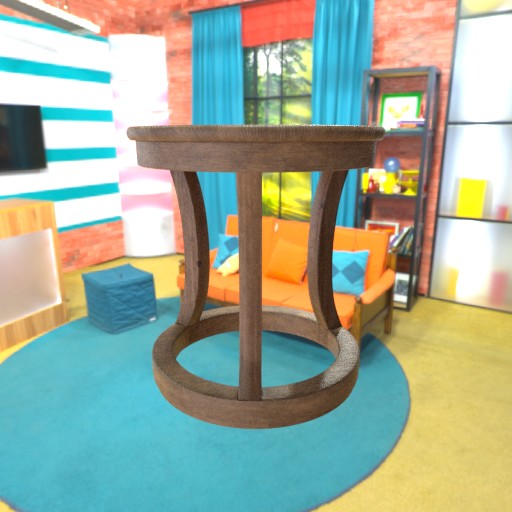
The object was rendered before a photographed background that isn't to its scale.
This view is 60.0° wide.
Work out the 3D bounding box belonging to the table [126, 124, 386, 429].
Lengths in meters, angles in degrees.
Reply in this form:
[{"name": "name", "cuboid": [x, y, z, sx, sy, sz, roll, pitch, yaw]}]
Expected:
[{"name": "table", "cuboid": [0.000, 0.000, 0.825, 0.432, 0.460, 0.432, 0, 15, 0]}]
